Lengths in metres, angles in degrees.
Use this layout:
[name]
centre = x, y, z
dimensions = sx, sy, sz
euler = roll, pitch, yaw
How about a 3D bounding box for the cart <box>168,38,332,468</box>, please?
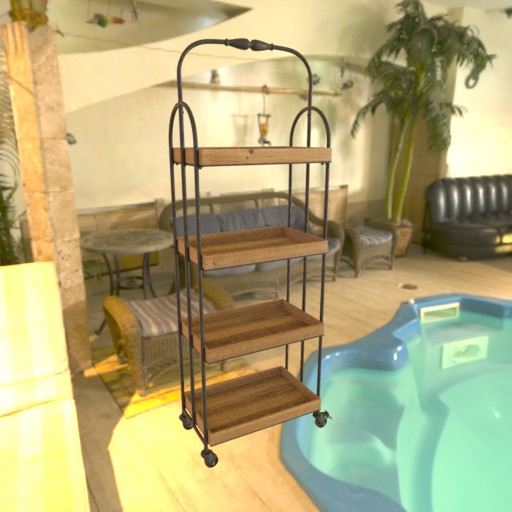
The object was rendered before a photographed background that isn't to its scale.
[cart]
centre = 0.000, 0.000, 1.658
dimensions = 0.581, 1.481, 0.308
euler = -8, 17, -27
